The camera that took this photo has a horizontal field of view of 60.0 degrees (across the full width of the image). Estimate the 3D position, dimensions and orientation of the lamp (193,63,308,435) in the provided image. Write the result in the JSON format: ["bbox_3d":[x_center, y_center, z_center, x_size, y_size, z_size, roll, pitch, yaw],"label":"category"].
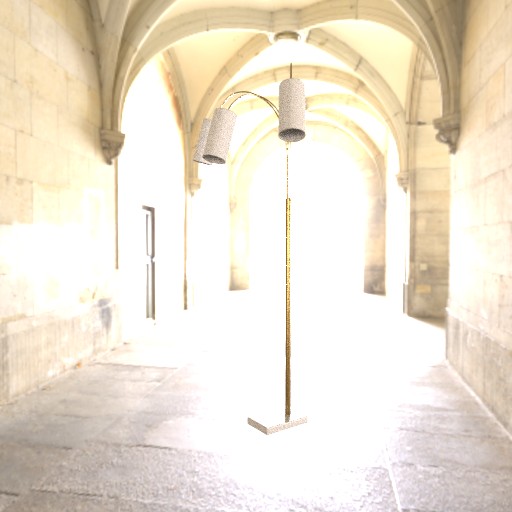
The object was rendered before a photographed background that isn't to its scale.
[{"bbox_3d":[0.000,0.000,2.569,0.667,2.055,1.020,-1,2,-35],"label":"lamp"}]
